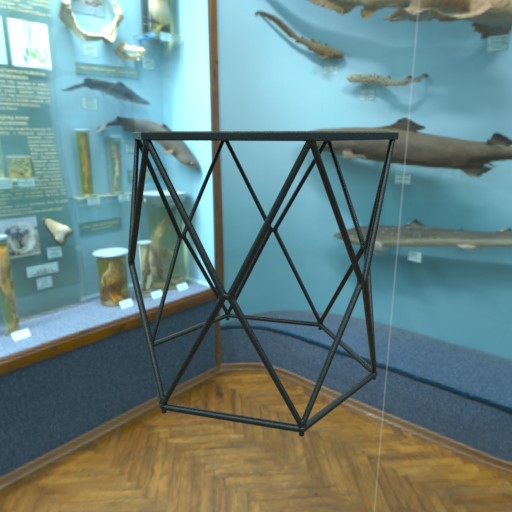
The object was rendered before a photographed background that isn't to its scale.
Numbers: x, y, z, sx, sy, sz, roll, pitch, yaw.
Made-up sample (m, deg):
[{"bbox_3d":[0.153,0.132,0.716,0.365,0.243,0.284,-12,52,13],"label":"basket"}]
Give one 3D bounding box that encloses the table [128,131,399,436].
[{"bbox_3d":[0.000,0.000,1.044,0.579,0.564,0.578,14,21,41],"label":"table"}]
